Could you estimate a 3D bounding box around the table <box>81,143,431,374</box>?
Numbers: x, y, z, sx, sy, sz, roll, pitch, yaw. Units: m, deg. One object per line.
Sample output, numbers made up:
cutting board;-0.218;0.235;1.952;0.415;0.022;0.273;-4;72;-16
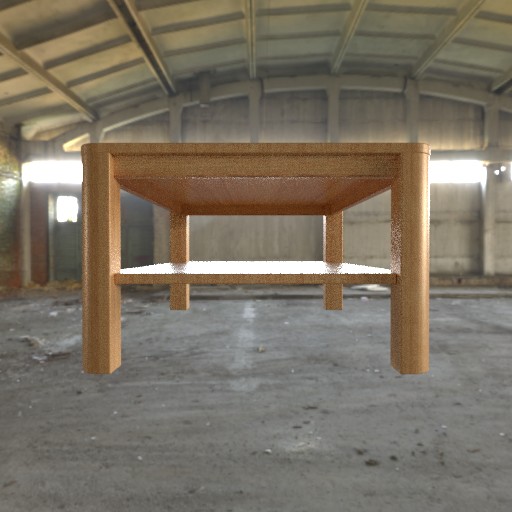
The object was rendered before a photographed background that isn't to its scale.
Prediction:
table;0.000;0.000;1.348;0.696;0.445;0.997;0;1;0
